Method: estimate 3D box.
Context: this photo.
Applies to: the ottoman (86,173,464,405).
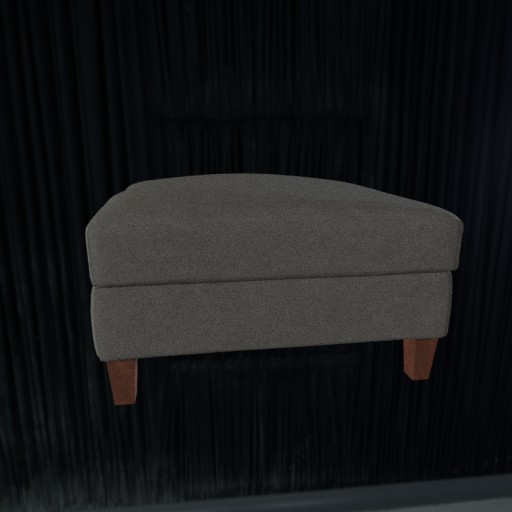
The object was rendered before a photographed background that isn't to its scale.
[{"bbox_3d":[0.000,0.000,1.410,0.861,0.482,0.881,-2,15,-8],"label":"ottoman"}]
